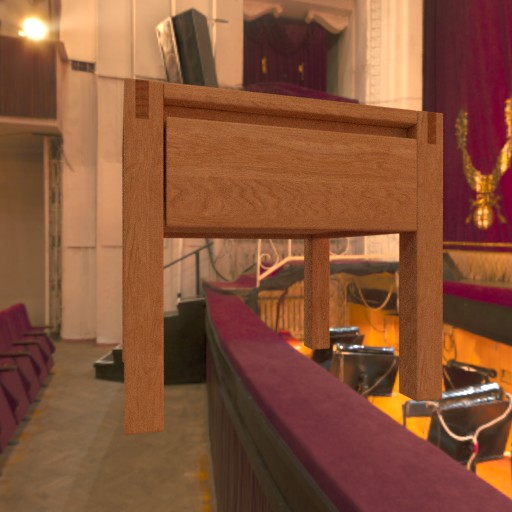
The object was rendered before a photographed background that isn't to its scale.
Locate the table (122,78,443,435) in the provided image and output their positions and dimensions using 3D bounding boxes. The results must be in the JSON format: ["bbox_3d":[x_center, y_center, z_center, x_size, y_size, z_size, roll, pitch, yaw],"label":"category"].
[{"bbox_3d":[0.000,0.000,0.835,0.480,0.450,0.440,0,0,-17],"label":"table"}]
